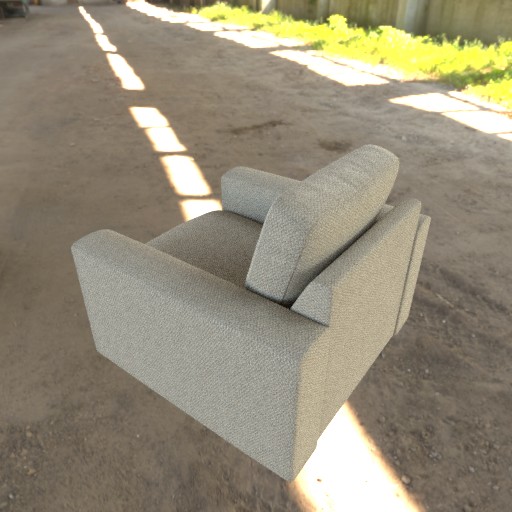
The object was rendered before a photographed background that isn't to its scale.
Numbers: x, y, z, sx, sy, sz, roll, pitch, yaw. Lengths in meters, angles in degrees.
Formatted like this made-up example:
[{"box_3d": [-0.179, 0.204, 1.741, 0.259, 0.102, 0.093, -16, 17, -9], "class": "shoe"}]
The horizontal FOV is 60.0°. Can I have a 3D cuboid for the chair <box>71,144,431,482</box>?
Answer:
[{"box_3d": [0.000, 0.000, 1.754, 1.016, 0.873, 1.005, 22, 38, 30], "class": "chair"}]
